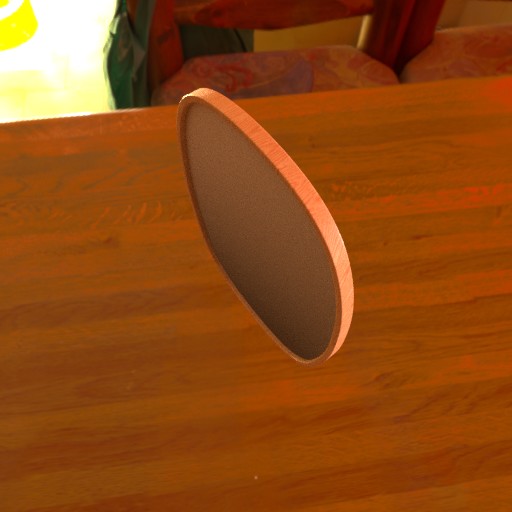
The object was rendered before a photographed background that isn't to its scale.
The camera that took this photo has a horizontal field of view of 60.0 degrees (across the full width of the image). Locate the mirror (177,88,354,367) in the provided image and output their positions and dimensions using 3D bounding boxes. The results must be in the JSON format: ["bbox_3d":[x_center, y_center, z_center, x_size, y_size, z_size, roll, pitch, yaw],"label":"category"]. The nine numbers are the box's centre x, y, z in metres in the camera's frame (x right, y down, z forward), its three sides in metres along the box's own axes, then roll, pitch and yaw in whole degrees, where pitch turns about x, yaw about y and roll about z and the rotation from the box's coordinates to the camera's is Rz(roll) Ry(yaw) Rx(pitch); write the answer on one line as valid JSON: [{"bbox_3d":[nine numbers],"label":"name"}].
[{"bbox_3d":[0.000,0.000,1.344,0.037,1.075,0.724,-35,68,-16],"label":"mirror"}]
